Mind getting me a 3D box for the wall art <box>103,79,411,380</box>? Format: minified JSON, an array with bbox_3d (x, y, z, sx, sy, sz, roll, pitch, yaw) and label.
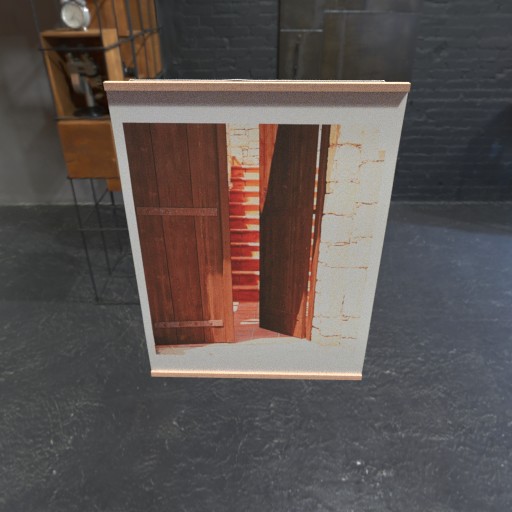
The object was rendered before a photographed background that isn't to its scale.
[{"bbox_3d":[0.000,0.000,1.353,0.758,1.013,0.020,1,30,1],"label":"wall art"}]
